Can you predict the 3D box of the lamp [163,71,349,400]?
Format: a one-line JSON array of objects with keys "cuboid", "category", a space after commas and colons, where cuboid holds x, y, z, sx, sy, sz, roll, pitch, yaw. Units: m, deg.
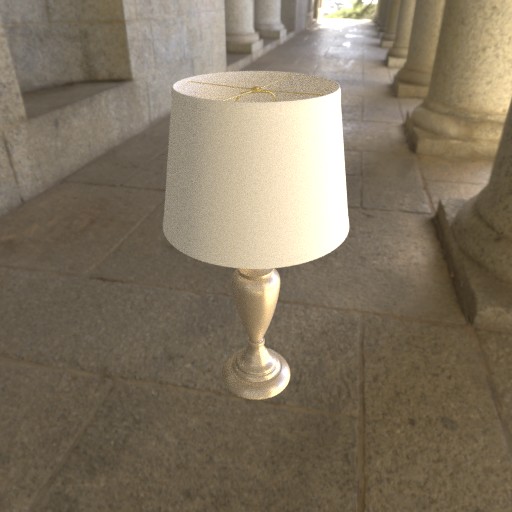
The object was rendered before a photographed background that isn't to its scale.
[{"cuboid": [0.000, 0.000, 0.833, 0.328, 0.612, 0.328, 0, 31, 0], "category": "lamp"}]
